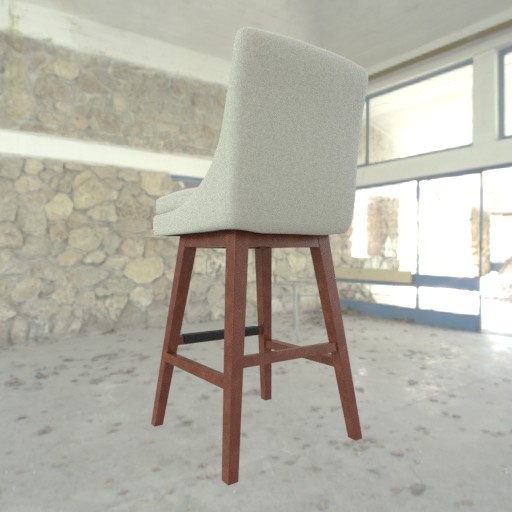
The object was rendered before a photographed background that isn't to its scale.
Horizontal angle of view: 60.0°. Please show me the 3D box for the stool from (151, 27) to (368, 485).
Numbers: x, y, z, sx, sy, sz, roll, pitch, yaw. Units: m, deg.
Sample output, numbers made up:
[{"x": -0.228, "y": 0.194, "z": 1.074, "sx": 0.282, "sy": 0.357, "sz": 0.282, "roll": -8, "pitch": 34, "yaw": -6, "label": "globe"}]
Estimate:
[{"x": 0.000, "y": 0.000, "z": 1.364, "sx": 0.470, "sy": 1.092, "sz": 0.559, "roll": 0, "pitch": 0, "yaw": -35, "label": "stool"}]
